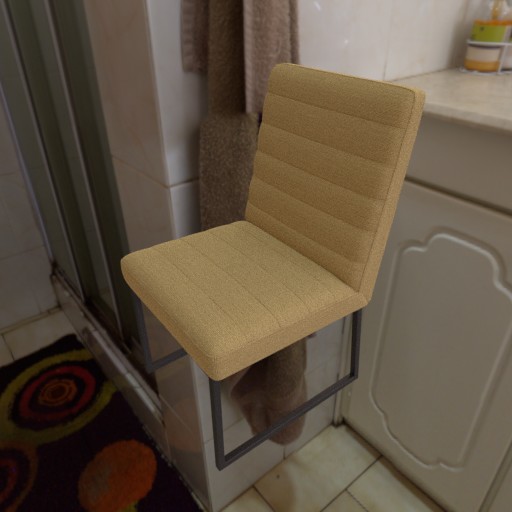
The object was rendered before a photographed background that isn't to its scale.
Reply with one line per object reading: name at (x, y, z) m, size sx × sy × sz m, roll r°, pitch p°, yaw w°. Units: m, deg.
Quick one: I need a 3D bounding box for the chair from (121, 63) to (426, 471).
chair at (0.000, 0.000, 1.269) m, size 0.634 × 0.930 × 0.520 m, roll -22°, pitch 38°, yaw -31°
